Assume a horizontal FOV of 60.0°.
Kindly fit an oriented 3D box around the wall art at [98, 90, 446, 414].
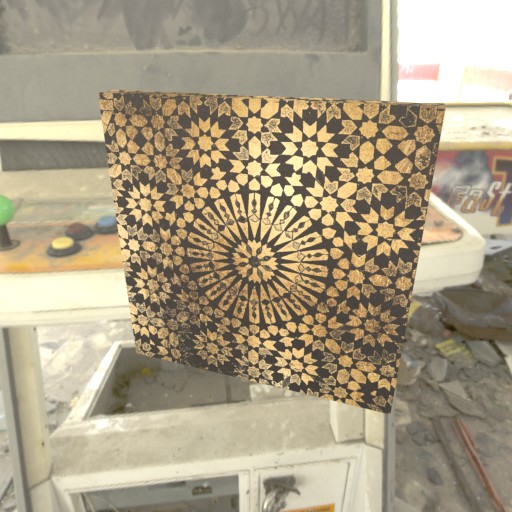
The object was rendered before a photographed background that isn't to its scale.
[{"bbox_3d":[0.000,0.000,0.597,0.405,0.405,0.038,9,27,17],"label":"wall art"}]
